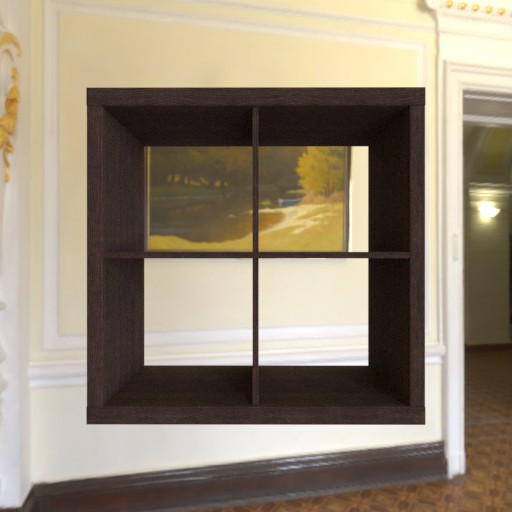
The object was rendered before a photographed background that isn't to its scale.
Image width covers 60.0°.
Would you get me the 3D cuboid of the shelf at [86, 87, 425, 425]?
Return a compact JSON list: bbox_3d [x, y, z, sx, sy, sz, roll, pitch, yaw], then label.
[{"bbox_3d":[0.000,0.000,1.228,0.790,0.786,0.390,0,0,0],"label":"shelf"}]
